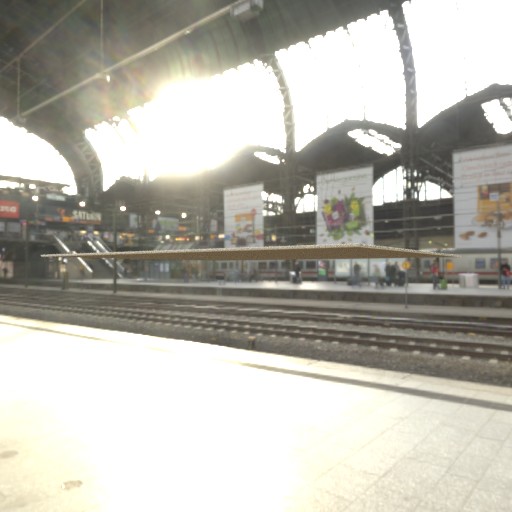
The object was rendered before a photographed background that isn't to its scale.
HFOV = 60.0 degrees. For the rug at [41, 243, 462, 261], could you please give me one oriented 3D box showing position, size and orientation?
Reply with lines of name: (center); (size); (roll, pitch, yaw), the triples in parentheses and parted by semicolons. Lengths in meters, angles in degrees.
rug: (0.000, 0.000, 4.092); (3.050, 0.017, 2.441); (-1, -2, 36)
